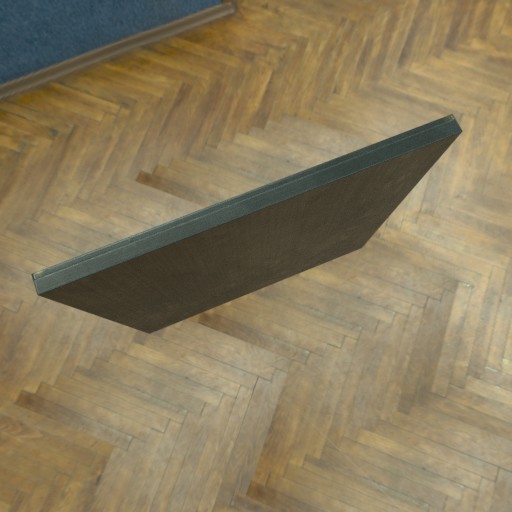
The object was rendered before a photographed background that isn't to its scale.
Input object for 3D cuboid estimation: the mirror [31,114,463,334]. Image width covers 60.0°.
[{"bbox_3d":[0.000,0.000,0.554,0.382,0.381,0.020,-22,77,-5],"label":"mirror"}]
